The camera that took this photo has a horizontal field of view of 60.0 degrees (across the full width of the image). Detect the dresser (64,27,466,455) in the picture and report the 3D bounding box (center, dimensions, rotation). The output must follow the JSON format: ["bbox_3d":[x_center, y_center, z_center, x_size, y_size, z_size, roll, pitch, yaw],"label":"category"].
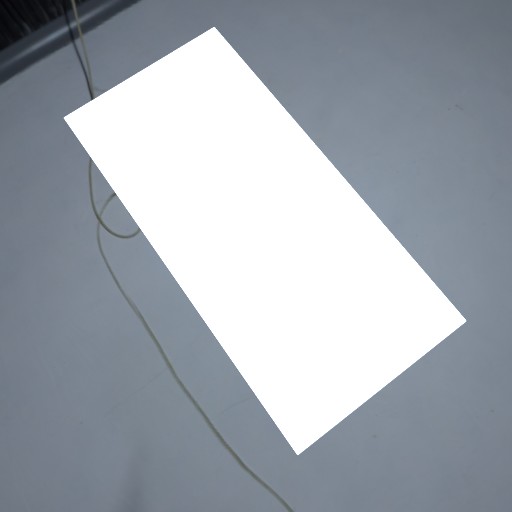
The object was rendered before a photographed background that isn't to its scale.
[{"bbox_3d":[0.000,0.000,1.258,0.420,0.740,0.830,-35,78,-8],"label":"dresser"}]
